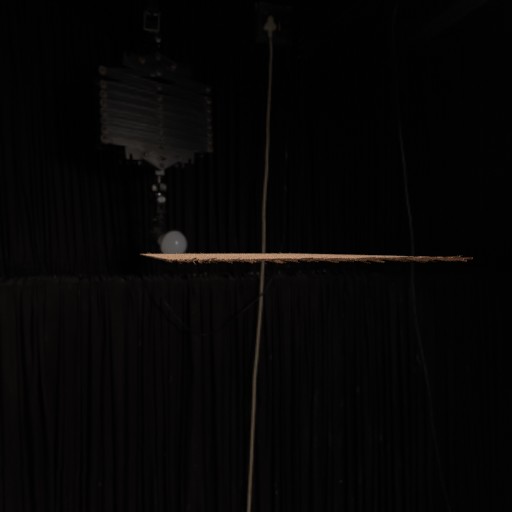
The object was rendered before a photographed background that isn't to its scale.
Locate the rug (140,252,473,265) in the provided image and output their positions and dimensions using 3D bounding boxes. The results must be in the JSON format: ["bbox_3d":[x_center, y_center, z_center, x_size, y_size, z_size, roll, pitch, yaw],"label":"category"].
[{"bbox_3d":[0.000,0.000,2.582,1.224,0.027,2.085,0,1,-17],"label":"rug"}]
